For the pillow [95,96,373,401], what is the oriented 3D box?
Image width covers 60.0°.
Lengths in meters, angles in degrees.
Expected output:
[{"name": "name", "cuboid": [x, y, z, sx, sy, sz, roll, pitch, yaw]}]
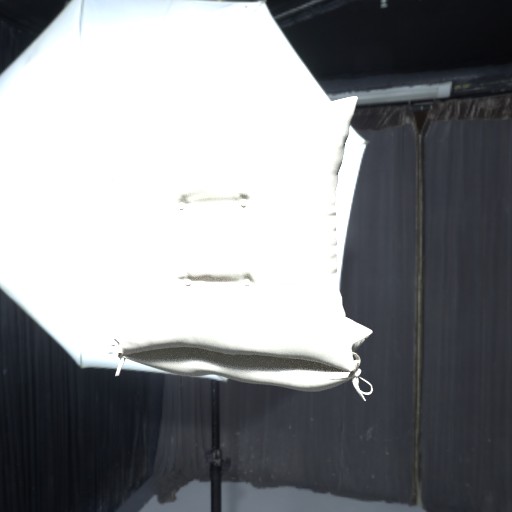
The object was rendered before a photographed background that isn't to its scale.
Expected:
[{"name": "pillow", "cuboid": [0.000, 0.000, 1.030, 0.541, 0.536, 0.585, 0, 1, 17]}]
